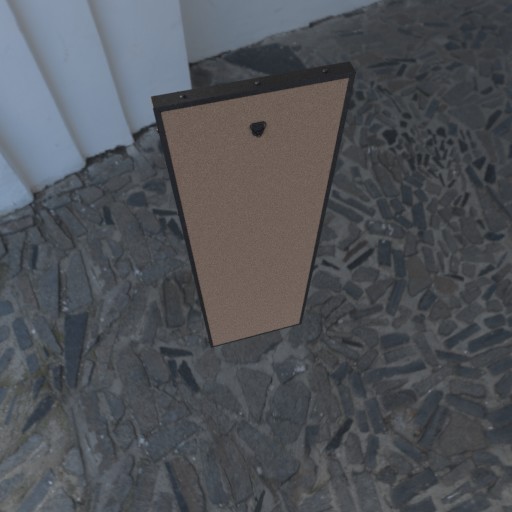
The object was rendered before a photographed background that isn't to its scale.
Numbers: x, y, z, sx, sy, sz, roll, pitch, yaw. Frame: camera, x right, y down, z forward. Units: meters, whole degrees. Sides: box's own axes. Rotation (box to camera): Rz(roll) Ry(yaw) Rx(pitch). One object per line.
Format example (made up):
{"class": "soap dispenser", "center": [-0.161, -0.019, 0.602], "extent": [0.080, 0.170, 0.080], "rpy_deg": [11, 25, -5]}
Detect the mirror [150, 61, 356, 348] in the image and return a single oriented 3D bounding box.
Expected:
{"class": "mirror", "center": [0.000, 0.000, 1.194], "extent": [0.354, 1.080, 0.042], "rpy_deg": [-13, 59, -8]}
